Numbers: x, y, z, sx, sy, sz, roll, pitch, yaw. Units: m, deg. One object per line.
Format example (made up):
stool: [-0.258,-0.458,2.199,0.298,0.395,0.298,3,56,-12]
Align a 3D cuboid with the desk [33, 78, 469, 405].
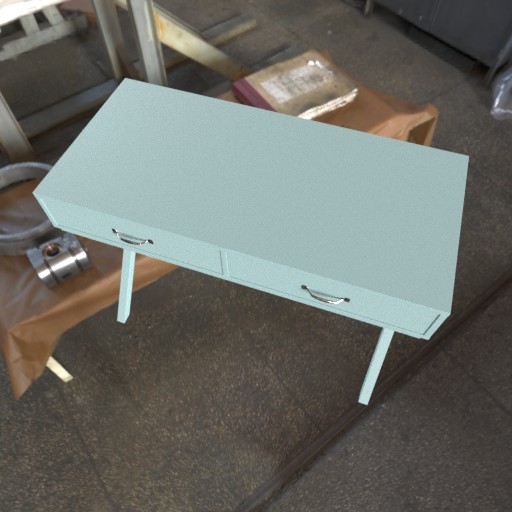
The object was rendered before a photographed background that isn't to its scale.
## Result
desk: [0.000,0.000,1.505,1.057,0.780,0.525,16,59,10]
